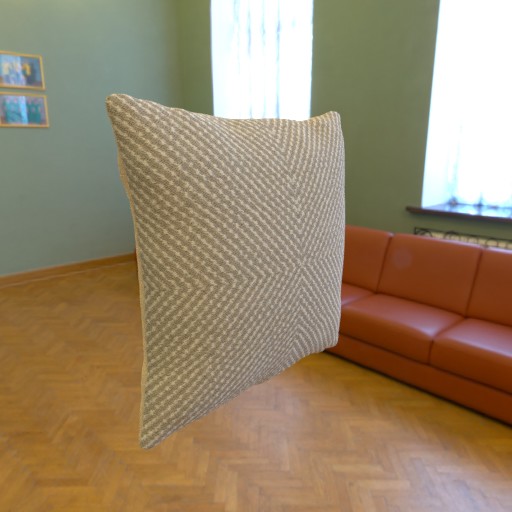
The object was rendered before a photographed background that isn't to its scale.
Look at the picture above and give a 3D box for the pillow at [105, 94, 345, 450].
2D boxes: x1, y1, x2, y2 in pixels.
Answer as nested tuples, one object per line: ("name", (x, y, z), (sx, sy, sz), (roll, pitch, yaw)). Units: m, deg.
("pillow", (0.000, 0.000, 0.703), (0.181, 0.458, 0.459), (13, 20, 42))
